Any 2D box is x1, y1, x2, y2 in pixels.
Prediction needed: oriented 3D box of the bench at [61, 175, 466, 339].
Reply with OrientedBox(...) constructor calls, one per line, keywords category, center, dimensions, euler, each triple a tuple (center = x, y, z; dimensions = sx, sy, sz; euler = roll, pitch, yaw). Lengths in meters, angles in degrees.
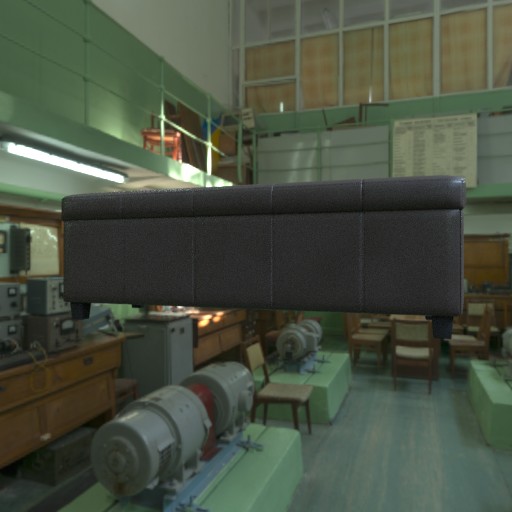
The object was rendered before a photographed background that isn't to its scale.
OrientedBox(category="bench", center=(0.000, 0.000, 1.460), dimensions=(1.219, 0.417, 0.450), euler=(0, 0, 18))
